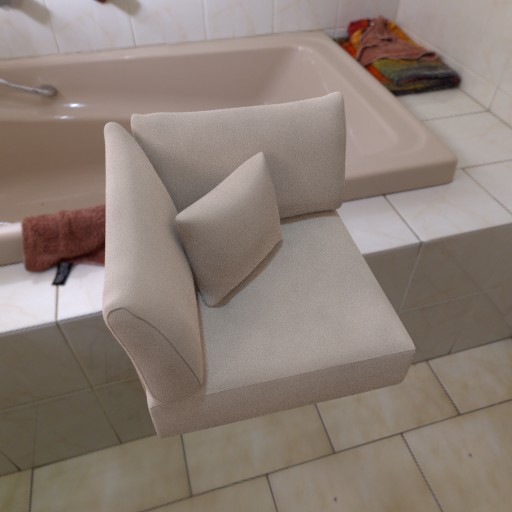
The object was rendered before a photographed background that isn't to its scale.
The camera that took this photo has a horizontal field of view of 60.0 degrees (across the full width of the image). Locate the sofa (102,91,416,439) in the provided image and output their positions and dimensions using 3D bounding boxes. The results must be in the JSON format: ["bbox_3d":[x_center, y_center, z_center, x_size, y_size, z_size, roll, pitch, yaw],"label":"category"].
[{"bbox_3d":[0.000,0.000,1.740,1.000,0.820,1.000,-10,46,-9],"label":"sofa"}]
